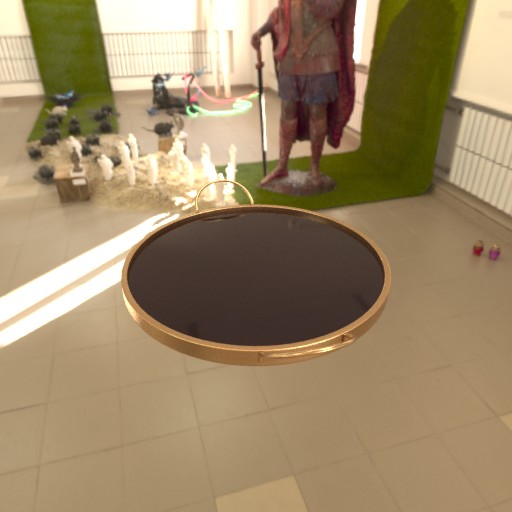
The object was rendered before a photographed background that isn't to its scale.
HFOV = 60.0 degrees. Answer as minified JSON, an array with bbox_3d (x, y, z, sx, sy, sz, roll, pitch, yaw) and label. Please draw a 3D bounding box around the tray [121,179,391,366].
[{"bbox_3d":[0.000,0.000,0.739,0.438,0.069,0.543,-9,32,-15],"label":"tray"}]
